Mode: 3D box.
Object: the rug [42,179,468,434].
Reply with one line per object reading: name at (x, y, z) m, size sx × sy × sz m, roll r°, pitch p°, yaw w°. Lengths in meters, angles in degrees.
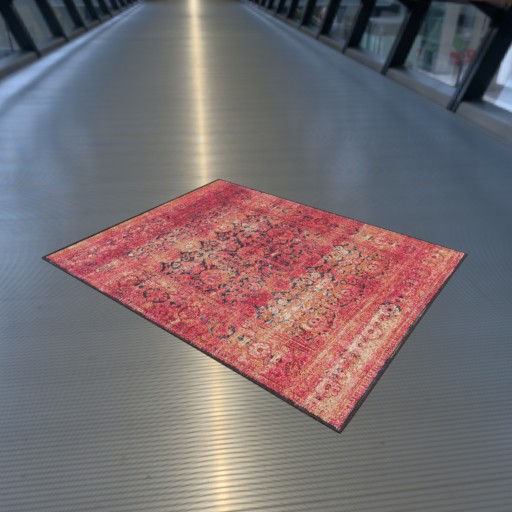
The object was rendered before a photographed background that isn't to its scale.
rug at (0.000, 0.000, 4.015) m, size 3.032 × 0.020 × 2.411 m, roll 22°, pitch 37°, yaw 31°
